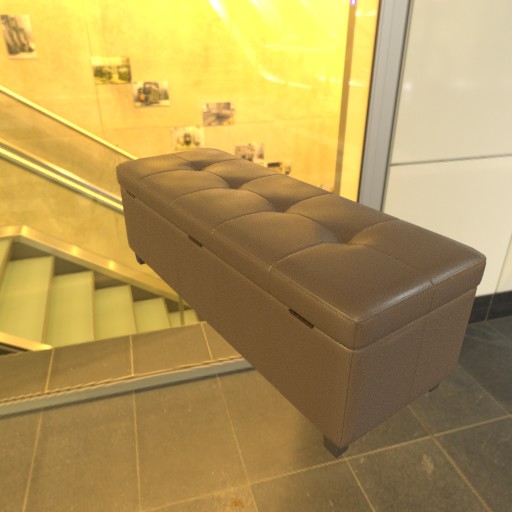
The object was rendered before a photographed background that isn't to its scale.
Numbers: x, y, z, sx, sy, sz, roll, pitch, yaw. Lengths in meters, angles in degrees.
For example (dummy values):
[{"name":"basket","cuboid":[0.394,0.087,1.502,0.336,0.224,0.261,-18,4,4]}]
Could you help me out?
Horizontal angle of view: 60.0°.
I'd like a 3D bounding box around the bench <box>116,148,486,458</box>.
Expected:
[{"name":"bench","cuboid":[0.000,0.000,1.403,0.450,0.417,1.219,-18,32,-31]}]
